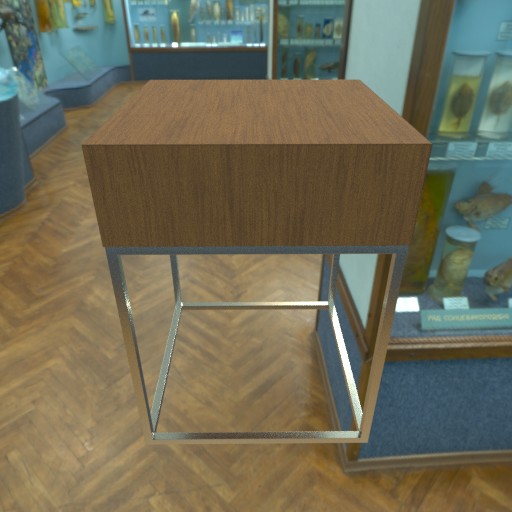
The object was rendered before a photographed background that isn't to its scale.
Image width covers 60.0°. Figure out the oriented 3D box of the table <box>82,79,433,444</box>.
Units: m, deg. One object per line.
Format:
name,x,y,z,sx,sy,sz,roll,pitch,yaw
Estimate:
table,0.000,0.000,0.812,0.398,0.540,0.397,0,32,0
